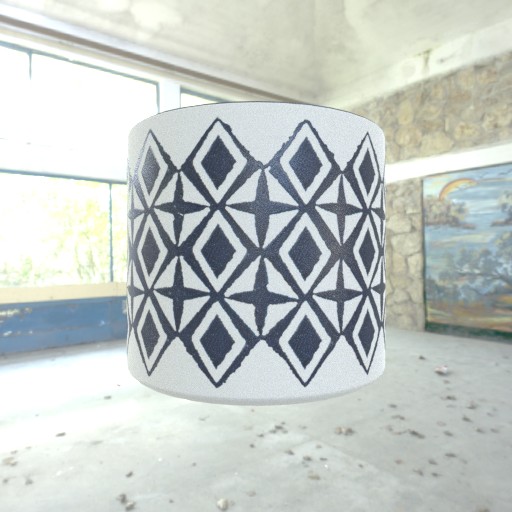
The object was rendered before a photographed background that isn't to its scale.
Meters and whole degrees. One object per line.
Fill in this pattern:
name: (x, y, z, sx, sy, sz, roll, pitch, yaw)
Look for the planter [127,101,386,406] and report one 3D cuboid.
planter: (0.000, 0.000, 0.399, 0.224, 0.203, 0.224, 0, 0, 0)
